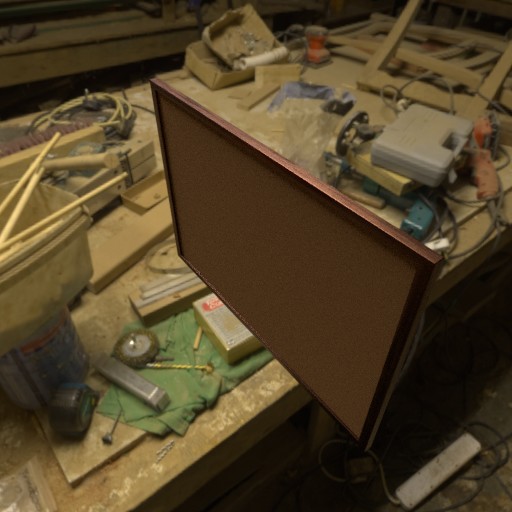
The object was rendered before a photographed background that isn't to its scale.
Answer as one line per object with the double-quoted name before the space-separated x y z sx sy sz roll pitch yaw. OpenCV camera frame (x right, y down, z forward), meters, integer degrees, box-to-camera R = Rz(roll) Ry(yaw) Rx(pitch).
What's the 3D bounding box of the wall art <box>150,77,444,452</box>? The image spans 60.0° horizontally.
"wall art" 0.000 0.000 0.545 0.012 0.304 0.431 -27 49 -27
